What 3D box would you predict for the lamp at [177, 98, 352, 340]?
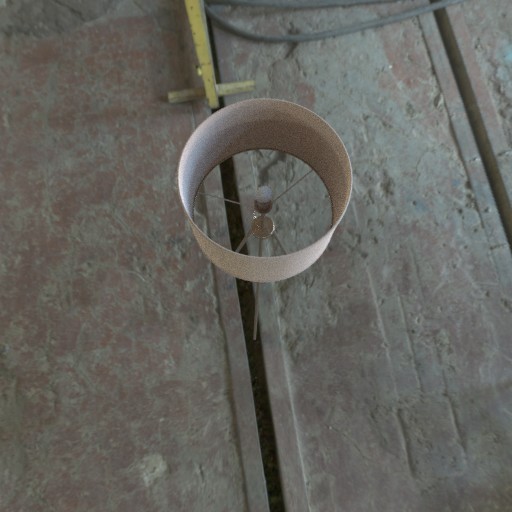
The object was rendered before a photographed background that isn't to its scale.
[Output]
[{"bbox_3d":[0.000,0.000,1.776,0.460,1.545,0.449,35,77,9],"label":"lamp"}]
